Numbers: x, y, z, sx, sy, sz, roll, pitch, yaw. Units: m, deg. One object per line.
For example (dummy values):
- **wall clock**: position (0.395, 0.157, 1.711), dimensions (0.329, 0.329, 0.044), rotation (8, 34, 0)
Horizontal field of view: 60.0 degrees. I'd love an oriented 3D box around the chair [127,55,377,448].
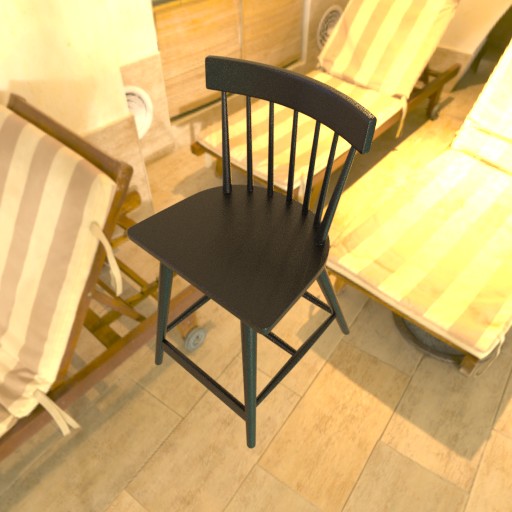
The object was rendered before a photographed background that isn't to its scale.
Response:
- **chair**: position (0.000, 0.000, 1.269), dimensions (0.483, 0.952, 0.572), rotation (32, 54, 27)
